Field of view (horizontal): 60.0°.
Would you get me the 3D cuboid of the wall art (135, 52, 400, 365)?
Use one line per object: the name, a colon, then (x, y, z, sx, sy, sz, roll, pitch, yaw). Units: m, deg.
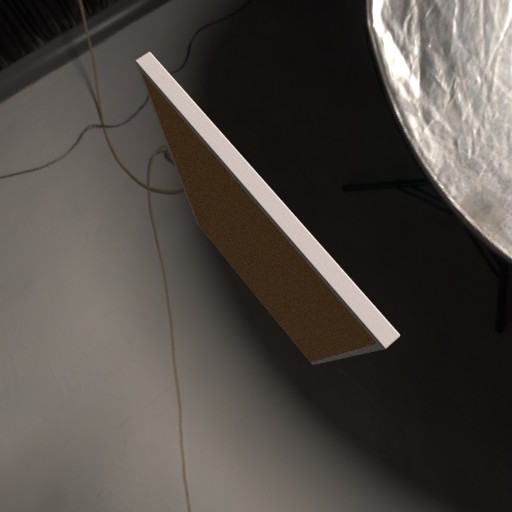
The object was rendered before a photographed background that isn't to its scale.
wall art: (0.000, 0.000, 1.611, 0.046, 1.221, 0.914, -38, 78, -10)
